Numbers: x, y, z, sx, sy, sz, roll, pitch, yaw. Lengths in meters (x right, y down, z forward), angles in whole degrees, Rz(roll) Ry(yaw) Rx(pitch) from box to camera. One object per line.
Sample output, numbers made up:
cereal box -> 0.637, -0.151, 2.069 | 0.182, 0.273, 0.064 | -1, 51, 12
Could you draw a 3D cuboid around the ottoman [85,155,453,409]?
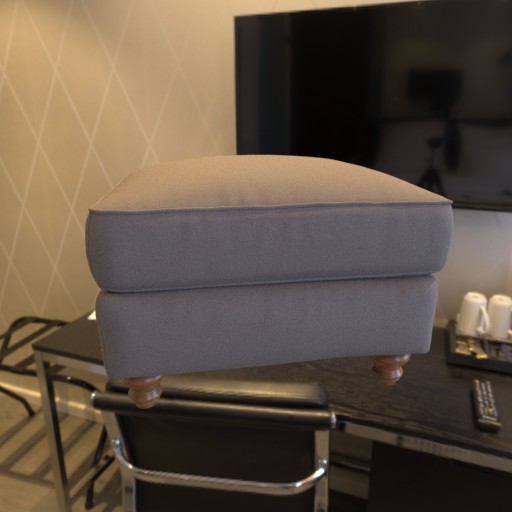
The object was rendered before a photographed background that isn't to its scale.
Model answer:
ottoman -> 0.000, 0.000, 1.153 | 0.721, 0.505, 0.662 | -3, 17, -9
